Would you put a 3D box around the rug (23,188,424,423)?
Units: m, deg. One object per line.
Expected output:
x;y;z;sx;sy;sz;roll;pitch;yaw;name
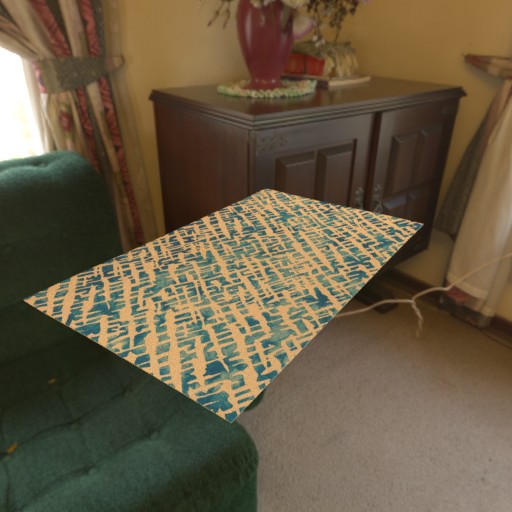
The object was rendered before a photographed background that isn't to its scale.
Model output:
0.000;0.000;3.024;1.520;0.011;2.447;18;32;31;rug
